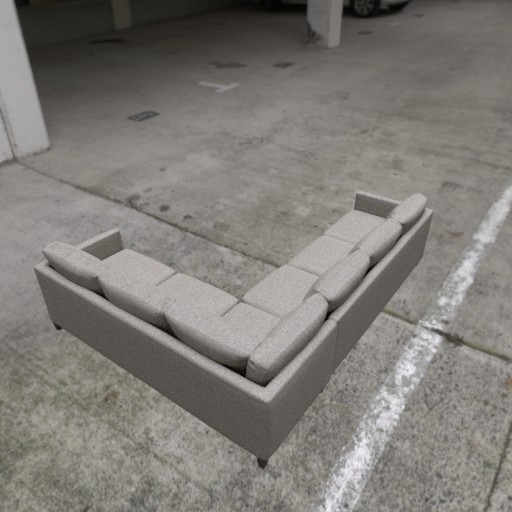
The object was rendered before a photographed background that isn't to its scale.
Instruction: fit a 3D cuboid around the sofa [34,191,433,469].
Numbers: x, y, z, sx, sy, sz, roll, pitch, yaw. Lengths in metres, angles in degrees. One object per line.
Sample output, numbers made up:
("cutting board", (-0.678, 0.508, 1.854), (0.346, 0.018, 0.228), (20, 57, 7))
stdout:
("sofa", (0.000, 0.000, 4.554), (2.593, 0.947, 3.302), (21, 38, 30))
